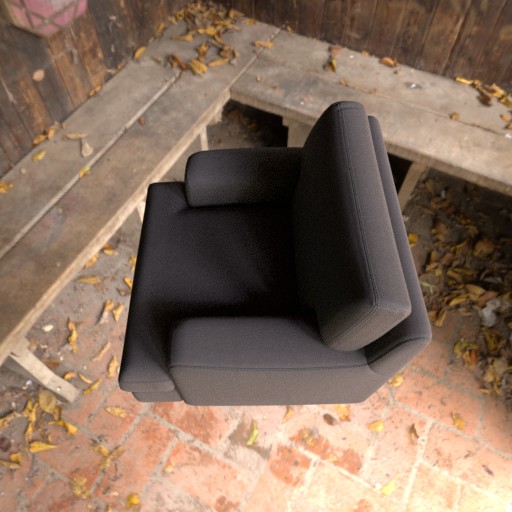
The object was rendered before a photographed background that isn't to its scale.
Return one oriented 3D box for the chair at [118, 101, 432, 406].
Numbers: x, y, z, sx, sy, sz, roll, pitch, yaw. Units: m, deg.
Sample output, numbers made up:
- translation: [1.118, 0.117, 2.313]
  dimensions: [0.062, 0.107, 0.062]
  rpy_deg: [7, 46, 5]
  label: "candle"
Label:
- translation: [0.000, 0.000, 1.982]
  dimensions: [1.143, 0.940, 1.168]
  rpy_deg: [-1, 57, -1]
  label: "chair"
